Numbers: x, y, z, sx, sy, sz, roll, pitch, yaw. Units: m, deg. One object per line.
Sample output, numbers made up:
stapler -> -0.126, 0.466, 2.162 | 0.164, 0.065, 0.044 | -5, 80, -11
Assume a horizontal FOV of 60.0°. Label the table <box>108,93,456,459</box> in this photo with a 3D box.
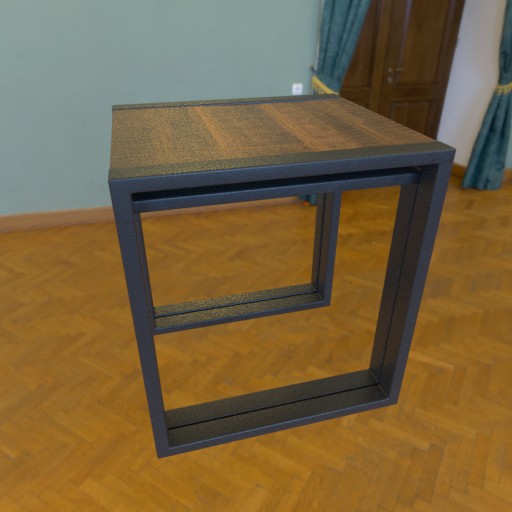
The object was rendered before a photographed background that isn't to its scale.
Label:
table -> 0.000, 0.000, 0.929 | 0.500, 0.550, 0.449 | -8, 31, -13
